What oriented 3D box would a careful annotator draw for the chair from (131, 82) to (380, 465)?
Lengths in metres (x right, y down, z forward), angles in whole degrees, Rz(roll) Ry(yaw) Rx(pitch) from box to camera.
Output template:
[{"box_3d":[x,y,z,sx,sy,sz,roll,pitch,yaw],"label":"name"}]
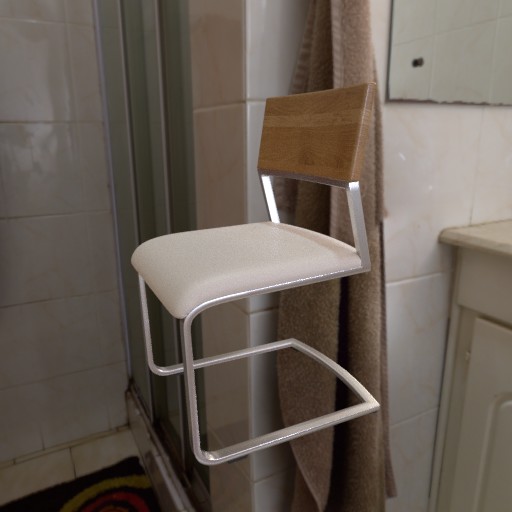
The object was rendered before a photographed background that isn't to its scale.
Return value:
[{"box_3d":[0.000,0.000,1.188,0.585,0.844,0.467,-7,17,-25],"label":"chair"}]
